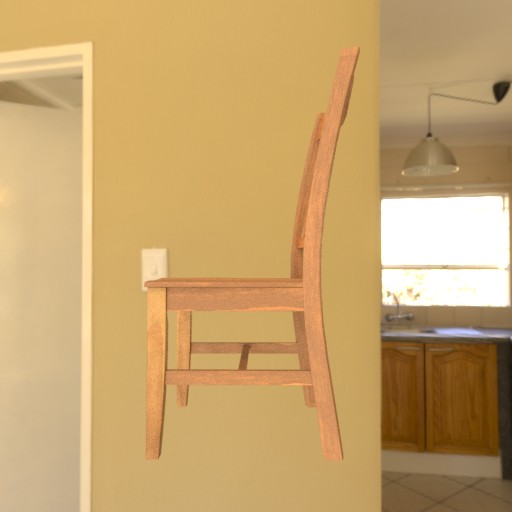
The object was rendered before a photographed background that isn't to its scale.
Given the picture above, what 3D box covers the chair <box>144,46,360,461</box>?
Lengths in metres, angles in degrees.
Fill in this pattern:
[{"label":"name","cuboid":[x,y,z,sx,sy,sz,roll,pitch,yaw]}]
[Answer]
[{"label":"chair","cuboid":[0.000,0.000,1.282,0.542,0.983,0.485,0,-2,0]}]
